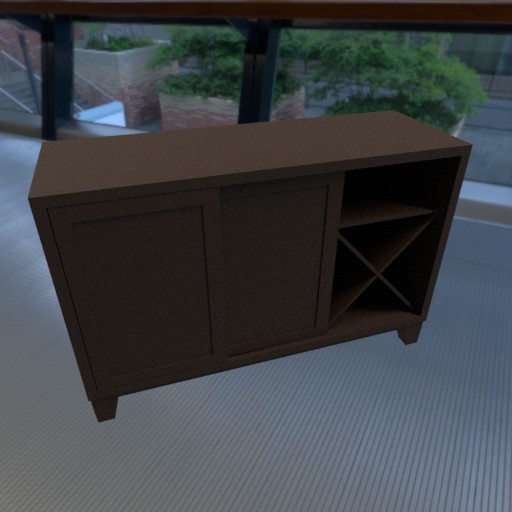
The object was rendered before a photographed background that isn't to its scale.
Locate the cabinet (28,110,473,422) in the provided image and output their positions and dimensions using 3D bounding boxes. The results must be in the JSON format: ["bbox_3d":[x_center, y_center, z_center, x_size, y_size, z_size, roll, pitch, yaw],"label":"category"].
[{"bbox_3d":[0.000,0.000,1.764,1.396,0.914,0.482,-10,33,-15],"label":"cabinet"}]
